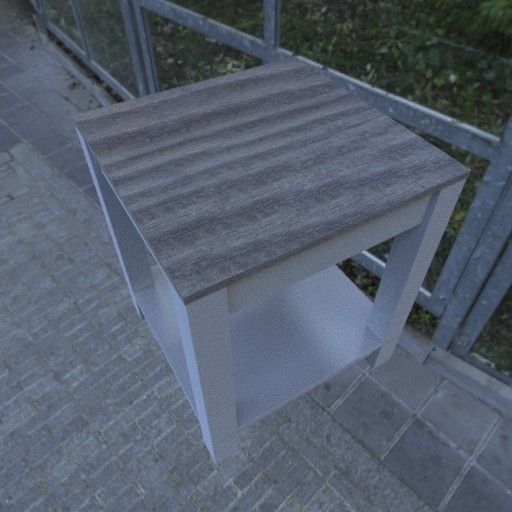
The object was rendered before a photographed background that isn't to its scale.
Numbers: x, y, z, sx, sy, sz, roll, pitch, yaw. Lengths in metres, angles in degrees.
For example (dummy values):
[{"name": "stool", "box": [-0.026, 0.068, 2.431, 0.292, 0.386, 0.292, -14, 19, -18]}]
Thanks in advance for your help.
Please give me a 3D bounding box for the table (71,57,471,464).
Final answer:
[{"name": "table", "box": [0.000, 0.000, 0.986, 0.506, 0.587, 0.504, -24, 51, -21]}]
